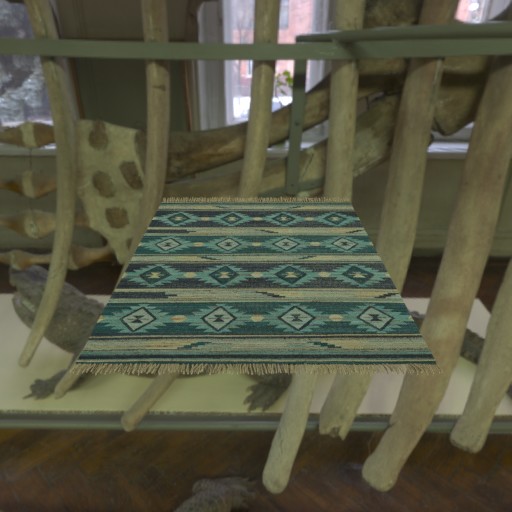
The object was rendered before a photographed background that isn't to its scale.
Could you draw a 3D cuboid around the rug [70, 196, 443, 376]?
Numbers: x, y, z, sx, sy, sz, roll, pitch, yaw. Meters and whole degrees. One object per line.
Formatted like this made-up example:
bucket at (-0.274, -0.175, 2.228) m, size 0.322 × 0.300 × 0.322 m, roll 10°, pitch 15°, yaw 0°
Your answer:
rug at (0.000, 0.000, 4.303) m, size 2.418 × 0.047 × 3.307 m, roll 0°, pitch 27°, yaw 0°
